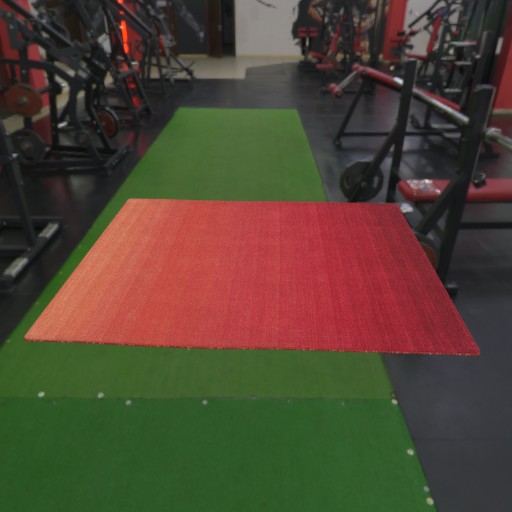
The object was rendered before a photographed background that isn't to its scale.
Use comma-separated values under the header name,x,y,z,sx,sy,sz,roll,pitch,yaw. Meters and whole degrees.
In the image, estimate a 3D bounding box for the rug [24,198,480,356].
name,x,y,z,sx,sy,sz,roll,pitch,yaw
rug,0.000,0.000,3.789,2.905,0.028,2.340,1,30,2
